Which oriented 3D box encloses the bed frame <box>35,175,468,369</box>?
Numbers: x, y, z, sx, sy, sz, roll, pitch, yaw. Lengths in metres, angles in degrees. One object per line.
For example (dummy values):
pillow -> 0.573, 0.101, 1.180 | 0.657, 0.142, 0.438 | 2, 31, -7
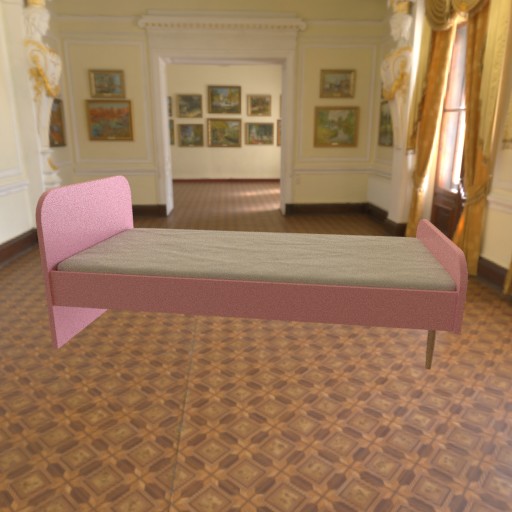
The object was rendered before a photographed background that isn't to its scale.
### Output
bed frame -> 0.000, 0.000, 2.505 | 1.963, 0.805, 0.998 | 2, 16, 9
